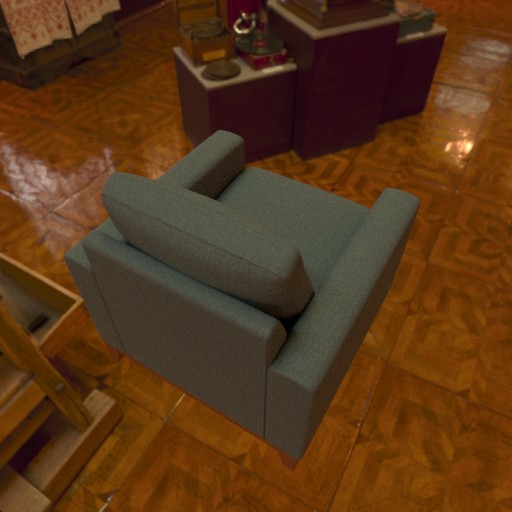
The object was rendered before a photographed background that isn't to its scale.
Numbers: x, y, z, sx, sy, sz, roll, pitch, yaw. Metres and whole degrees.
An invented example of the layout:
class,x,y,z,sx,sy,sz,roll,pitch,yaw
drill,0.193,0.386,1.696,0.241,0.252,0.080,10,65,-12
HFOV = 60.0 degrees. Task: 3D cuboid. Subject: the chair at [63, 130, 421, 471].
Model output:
class,x,y,z,sx,sy,sz,roll,pitch,yaw
chair,0.000,0.000,1.861,1.024,1.010,1.038,24,52,21
